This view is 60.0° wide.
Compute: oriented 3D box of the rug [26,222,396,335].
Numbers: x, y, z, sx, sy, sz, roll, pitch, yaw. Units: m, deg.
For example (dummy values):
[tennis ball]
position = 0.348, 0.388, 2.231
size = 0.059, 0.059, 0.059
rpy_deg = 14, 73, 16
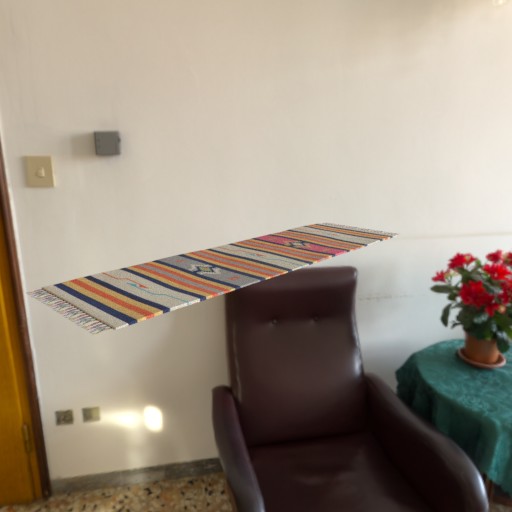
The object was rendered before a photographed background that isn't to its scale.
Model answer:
[rug]
position = 0.000, 0.000, 2.724
size = 0.695, 0.017, 2.455
rpy_deg = 14, 20, 42
